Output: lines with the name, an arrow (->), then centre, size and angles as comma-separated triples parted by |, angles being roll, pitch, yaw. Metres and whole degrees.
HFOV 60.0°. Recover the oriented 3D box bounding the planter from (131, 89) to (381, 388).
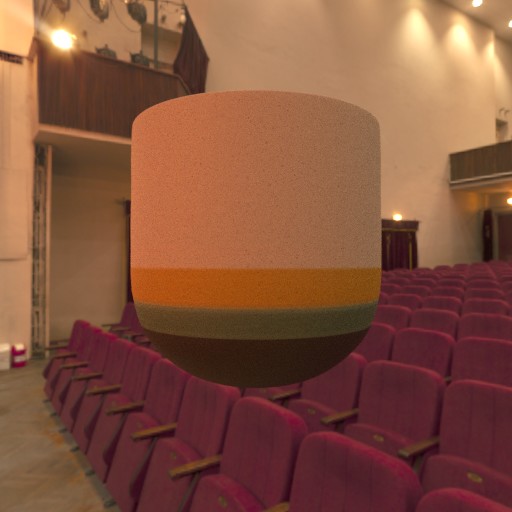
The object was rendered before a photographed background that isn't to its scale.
planter -> 0.000, 0.000, 0.493 | 0.268, 0.270, 0.268 | 0, -1, 0
